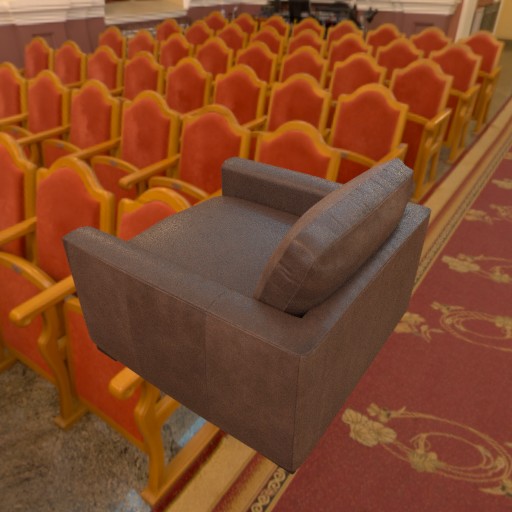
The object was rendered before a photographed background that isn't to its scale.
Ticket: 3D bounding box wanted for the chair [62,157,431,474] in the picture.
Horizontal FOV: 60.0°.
[{"bbox_3d":[0.000,0.000,1.831,1.069,0.812,1.100,21,38,30],"label":"chair"}]
